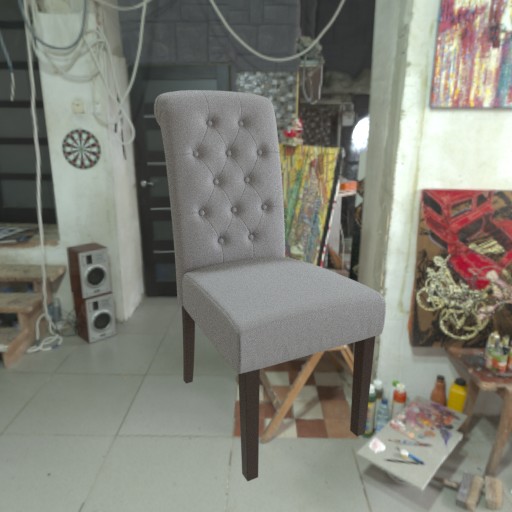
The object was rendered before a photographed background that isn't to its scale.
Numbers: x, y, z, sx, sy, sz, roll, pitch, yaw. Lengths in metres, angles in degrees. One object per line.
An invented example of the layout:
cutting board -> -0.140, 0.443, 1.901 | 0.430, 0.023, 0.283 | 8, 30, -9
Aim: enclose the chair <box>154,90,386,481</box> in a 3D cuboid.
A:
chair -> 0.000, 0.000, 1.379 | 0.456, 1.006, 0.671 | -8, 18, -27
